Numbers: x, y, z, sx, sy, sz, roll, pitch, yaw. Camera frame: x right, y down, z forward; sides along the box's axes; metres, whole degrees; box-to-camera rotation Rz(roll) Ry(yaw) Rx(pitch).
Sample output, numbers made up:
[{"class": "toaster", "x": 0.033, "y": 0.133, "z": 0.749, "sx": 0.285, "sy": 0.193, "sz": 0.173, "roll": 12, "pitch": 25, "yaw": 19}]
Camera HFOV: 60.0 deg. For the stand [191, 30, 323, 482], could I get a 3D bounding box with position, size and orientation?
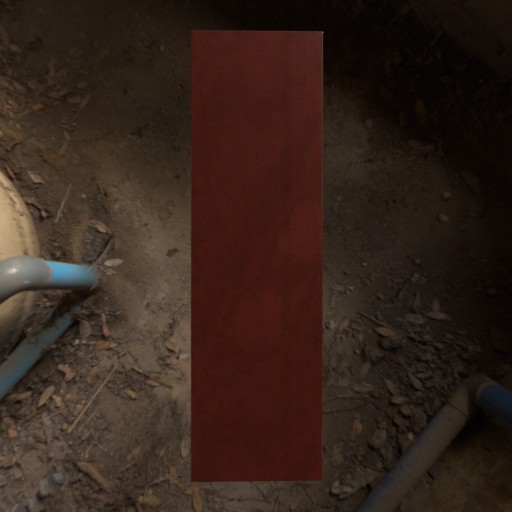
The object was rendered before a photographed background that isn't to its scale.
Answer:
[{"class": "stand", "x": 0.000, "y": 0.000, "z": 1.774, "sx": 0.410, "sy": 0.872, "sz": 1.362, "roll": 0, "pitch": 90, "yaw": -1}]
